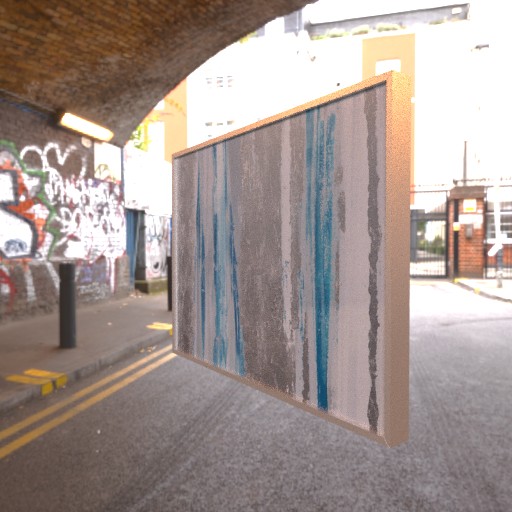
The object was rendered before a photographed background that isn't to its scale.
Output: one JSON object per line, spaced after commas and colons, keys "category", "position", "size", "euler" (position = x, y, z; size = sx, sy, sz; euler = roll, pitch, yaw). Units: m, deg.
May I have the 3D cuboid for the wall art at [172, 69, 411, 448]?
{"category": "wall art", "position": [0.000, 0.000, 1.382], "size": [0.066, 0.801, 1.056], "euler": [-1, 2, -36]}
